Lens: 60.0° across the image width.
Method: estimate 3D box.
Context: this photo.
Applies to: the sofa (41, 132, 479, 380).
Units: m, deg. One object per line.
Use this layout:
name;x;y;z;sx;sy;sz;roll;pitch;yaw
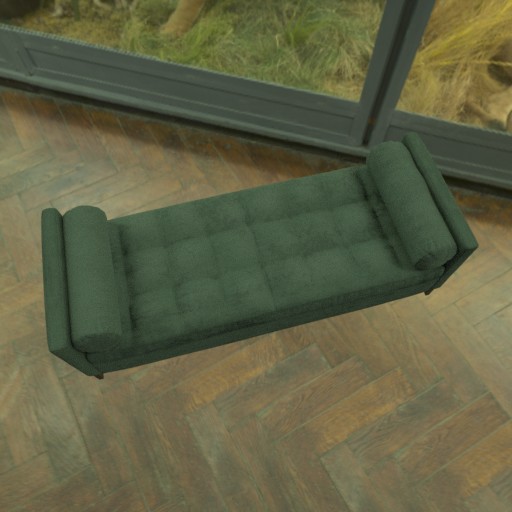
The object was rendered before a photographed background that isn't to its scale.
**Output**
sofa;0.000;0.000;2.514;2.130;0.681;0.817;-13;64;-7
